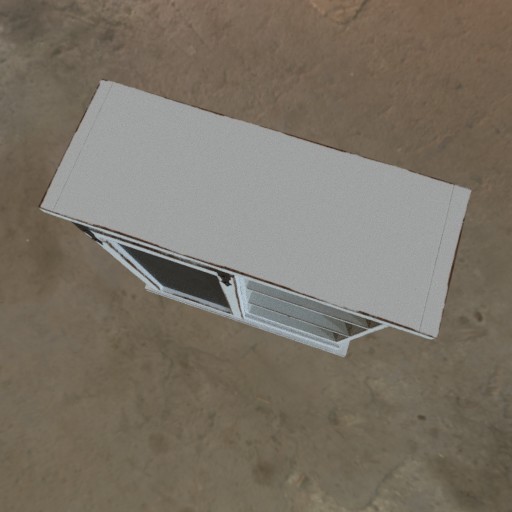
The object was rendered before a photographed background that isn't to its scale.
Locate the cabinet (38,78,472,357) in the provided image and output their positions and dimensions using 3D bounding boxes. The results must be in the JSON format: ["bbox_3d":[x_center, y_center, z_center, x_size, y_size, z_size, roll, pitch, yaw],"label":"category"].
[{"bbox_3d":[0.000,0.000,0.883,0.541,0.603,0.210,18,76,5],"label":"cabinet"}]
